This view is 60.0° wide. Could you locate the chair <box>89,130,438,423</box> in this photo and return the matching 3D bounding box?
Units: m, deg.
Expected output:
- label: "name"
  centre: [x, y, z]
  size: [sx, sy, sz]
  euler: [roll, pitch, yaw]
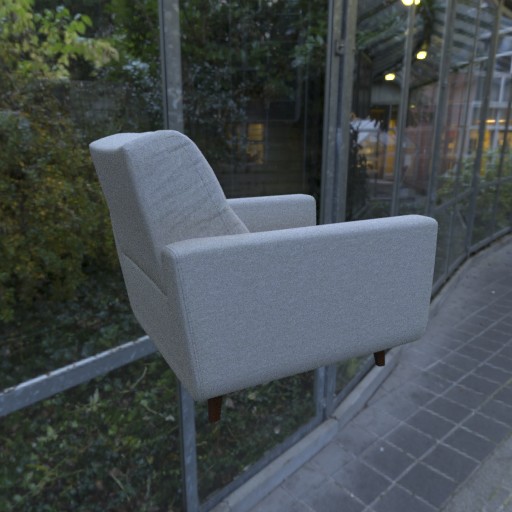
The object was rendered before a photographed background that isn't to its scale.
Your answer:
- label: "chair"
  centre: [0.000, 0.000, 1.802]
  size: [1.128, 0.965, 0.897]
  euler: [-8, 16, -27]
